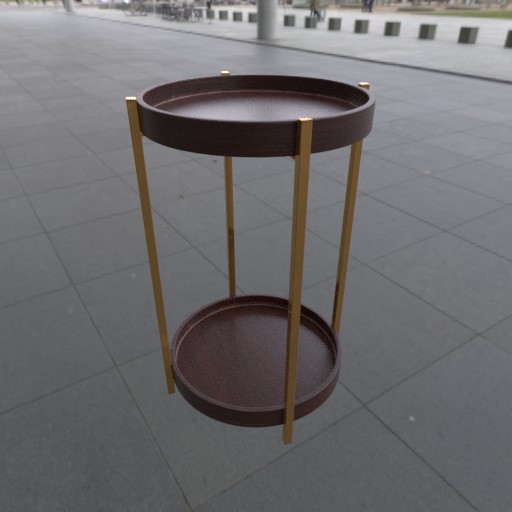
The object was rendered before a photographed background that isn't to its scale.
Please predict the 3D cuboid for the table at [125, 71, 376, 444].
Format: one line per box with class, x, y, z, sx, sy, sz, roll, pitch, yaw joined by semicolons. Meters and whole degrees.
table;0.000;0.000;0.855;0.400;0.610;0.400;-9;32;-15
